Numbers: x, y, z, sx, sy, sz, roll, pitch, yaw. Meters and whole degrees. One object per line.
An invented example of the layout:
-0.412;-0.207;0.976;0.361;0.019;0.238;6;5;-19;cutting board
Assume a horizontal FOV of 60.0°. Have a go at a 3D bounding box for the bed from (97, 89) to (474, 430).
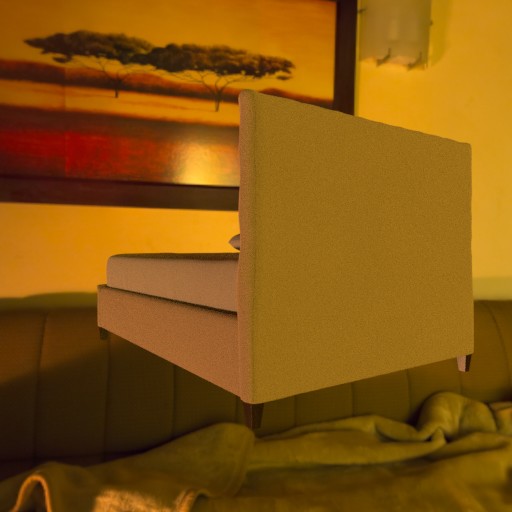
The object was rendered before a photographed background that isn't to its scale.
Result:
0.000;0.000;3.266;1.698;1.427;2.387;0;1;-34;bed
